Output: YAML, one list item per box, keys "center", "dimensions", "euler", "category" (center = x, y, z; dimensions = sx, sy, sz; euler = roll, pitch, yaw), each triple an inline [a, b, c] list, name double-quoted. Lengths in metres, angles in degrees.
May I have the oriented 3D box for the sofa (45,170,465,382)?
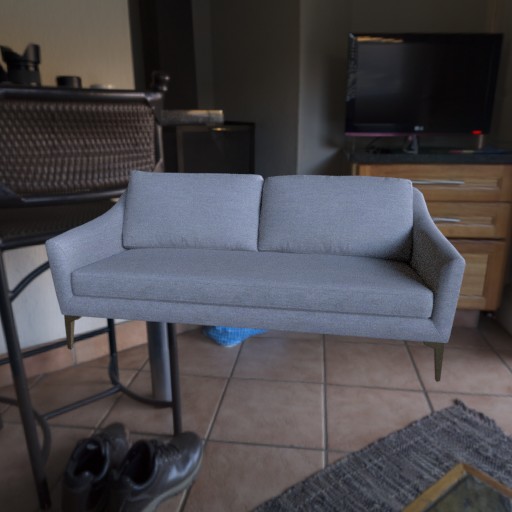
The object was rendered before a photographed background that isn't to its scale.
- center: [0.000, 0.000, 2.581]
  dimensions: [2.036, 0.913, 0.980]
  euler: [3, 16, 9]
  category: "sofa"
